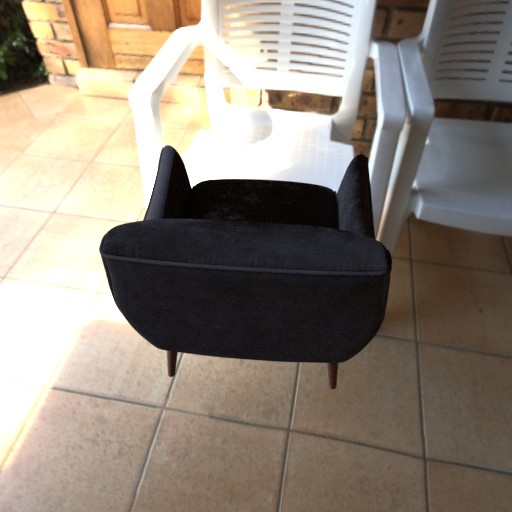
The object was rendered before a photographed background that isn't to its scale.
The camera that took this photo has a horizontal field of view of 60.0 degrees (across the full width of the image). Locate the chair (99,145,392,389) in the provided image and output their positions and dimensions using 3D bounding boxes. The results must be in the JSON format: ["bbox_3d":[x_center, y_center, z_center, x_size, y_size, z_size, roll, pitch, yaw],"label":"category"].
[{"bbox_3d":[0.000,0.000,1.466,0.762,0.838,0.787,3,47,3],"label":"chair"}]
